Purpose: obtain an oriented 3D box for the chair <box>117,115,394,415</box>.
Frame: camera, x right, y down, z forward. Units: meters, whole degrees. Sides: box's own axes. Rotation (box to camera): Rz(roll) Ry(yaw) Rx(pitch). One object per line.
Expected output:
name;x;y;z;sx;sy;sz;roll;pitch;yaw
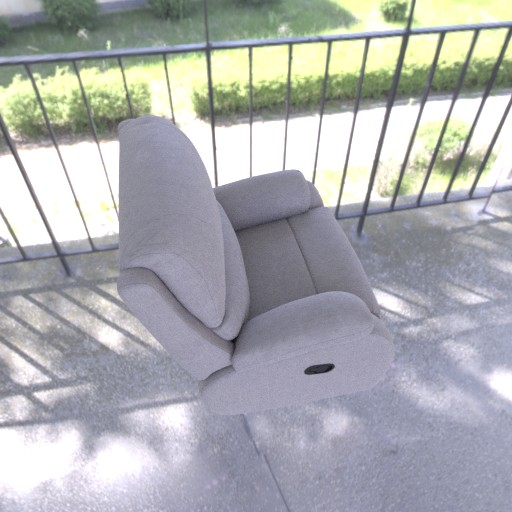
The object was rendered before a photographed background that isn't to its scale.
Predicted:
chair;0.000;0.000;1.751;0.899;1.011;0.930;-9;47;-8
